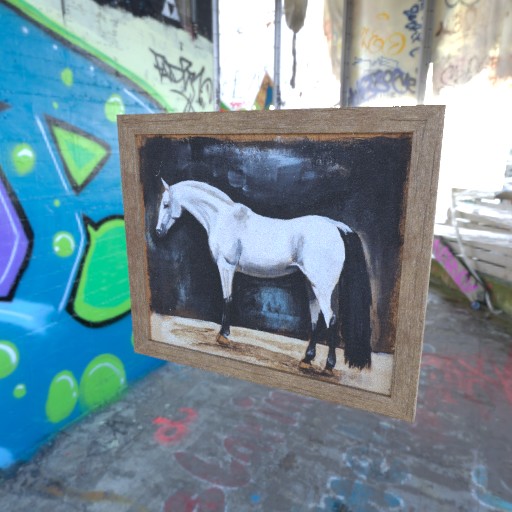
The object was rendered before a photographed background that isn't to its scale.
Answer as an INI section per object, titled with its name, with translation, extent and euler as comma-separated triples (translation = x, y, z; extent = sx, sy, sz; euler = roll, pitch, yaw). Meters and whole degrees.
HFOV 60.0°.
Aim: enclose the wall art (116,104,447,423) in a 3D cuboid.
[wall art]
translation = 0.000, 0.000, 0.941
extent = 0.690, 0.588, 0.026
euler = 7, 16, 25
